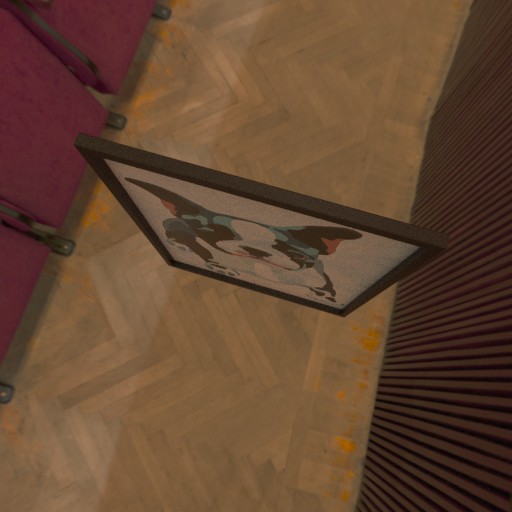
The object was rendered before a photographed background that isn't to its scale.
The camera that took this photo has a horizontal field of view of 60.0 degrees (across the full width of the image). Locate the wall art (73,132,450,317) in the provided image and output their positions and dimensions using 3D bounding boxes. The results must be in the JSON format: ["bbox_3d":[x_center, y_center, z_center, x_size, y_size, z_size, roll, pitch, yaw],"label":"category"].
[{"bbox_3d":[0.000,0.000,1.379,0.774,1.027,0.030,16,75,4],"label":"wall art"}]
